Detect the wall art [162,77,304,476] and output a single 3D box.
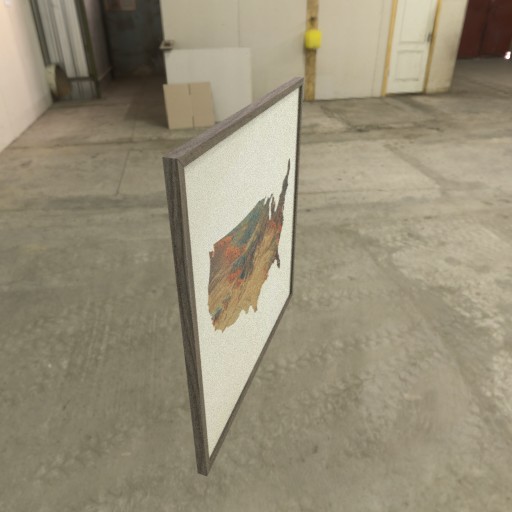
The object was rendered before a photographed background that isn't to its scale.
[{"bbox_3d":[0.000,0.000,0.765,0.016,0.507,0.508,10,32,16],"label":"wall art"}]
